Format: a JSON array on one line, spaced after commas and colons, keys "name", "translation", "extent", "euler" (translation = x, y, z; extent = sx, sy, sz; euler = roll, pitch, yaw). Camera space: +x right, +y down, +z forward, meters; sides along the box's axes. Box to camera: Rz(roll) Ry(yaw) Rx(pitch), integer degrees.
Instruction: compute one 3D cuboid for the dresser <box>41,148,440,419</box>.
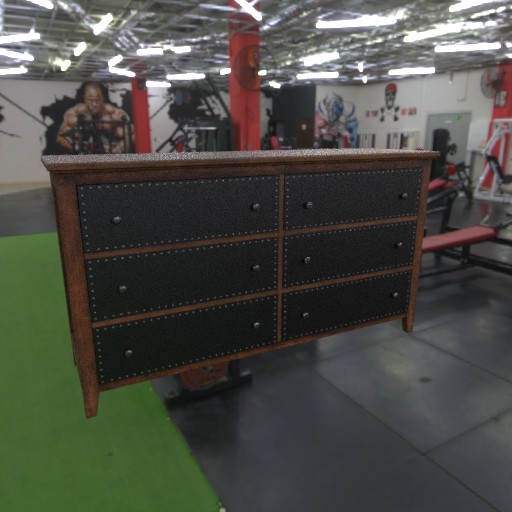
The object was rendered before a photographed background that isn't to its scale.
[{"name": "dresser", "translation": [0.000, 0.000, 1.891], "extent": [1.551, 0.856, 0.463], "euler": [-8, 18, -26]}]
